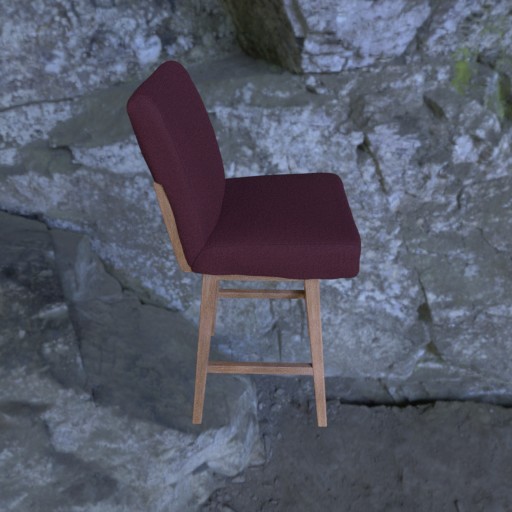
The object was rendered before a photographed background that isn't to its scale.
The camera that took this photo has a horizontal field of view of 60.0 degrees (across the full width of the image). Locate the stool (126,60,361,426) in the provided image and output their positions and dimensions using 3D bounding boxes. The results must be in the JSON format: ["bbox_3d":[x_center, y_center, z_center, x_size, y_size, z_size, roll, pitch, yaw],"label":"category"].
[{"bbox_3d":[0.000,0.000,1.403,0.562,1.093,0.468,1,34,1],"label":"stool"}]
